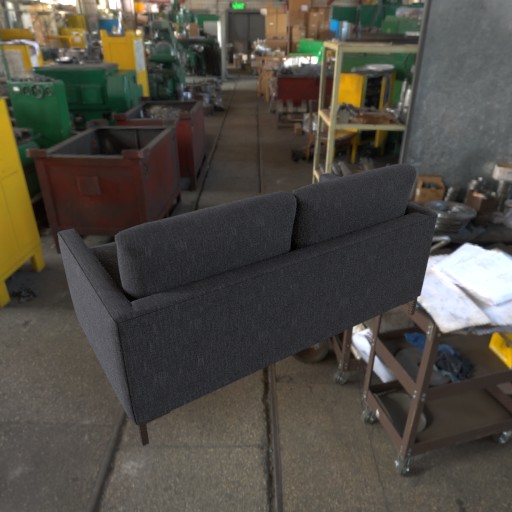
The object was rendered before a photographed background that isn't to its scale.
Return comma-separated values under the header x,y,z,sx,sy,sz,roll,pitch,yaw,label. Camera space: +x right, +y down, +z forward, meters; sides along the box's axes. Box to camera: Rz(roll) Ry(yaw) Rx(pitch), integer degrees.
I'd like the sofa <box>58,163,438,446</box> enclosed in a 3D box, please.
x,y,z,sx,sy,sz,roll,pitch,yaw,label
0.000,0.000,2.263,1.716,0.862,0.866,-17,32,-29,sofa
